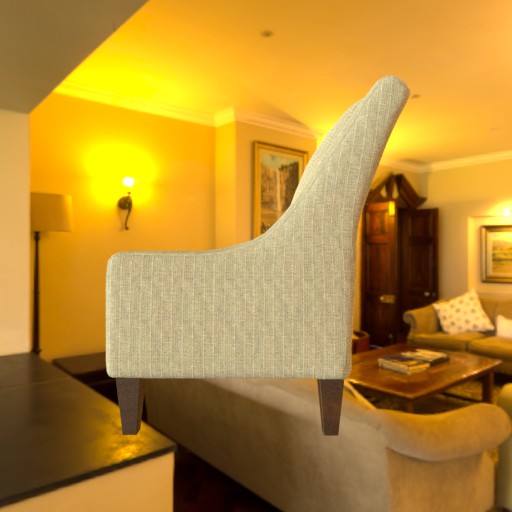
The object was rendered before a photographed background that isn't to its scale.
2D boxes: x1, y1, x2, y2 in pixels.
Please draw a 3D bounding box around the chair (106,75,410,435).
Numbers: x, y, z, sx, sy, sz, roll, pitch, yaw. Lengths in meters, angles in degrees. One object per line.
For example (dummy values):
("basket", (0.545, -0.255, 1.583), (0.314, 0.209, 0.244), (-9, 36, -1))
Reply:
("chair", (0.000, 0.000, 1.603), (0.870, 1.014, 0.774), (0, 0, 0))
